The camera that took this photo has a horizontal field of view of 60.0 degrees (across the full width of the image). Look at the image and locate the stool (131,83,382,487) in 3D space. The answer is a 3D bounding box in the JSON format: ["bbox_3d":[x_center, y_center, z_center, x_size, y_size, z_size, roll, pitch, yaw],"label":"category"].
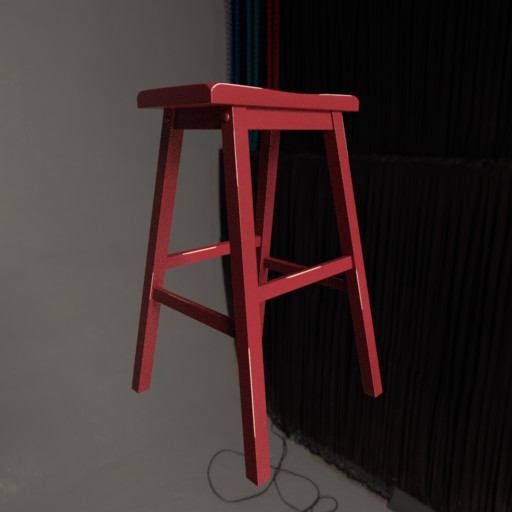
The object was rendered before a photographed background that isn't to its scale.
[{"bbox_3d":[0.000,0.000,1.066,0.457,0.737,0.476,-15,22,-43],"label":"stool"}]
